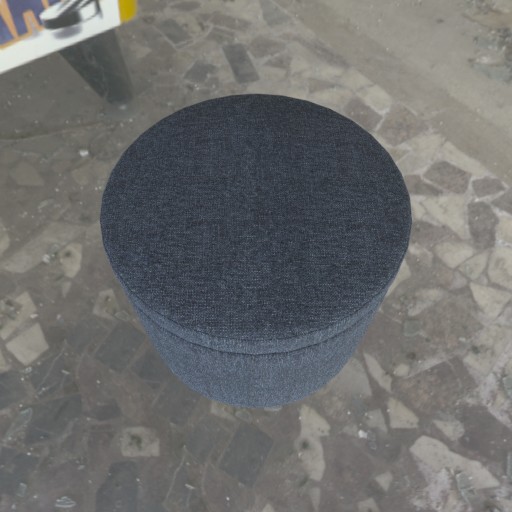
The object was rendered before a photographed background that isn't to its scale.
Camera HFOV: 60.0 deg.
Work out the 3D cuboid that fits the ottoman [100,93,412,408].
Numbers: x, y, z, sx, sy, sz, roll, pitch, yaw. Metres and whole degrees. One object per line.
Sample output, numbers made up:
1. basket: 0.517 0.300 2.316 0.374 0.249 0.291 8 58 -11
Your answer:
1. ottoman: 0.000 0.000 0.873 0.500 0.419 0.500 0 58 0
